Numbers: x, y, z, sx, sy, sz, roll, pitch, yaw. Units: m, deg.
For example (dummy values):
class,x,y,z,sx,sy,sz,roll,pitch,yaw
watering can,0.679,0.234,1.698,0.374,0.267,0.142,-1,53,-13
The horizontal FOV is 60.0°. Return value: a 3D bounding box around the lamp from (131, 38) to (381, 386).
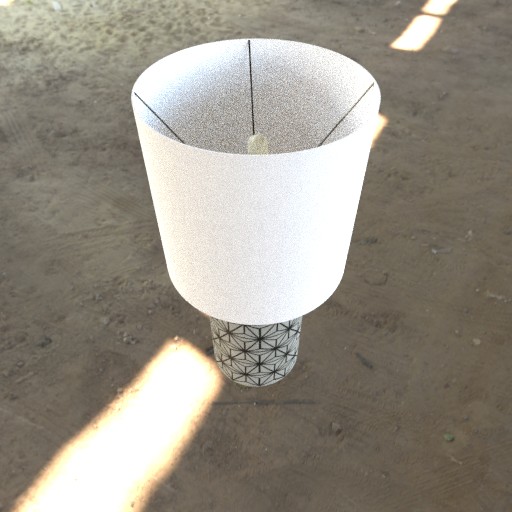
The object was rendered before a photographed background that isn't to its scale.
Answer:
class,x,y,z,sx,sy,sz,roll,pitch,yaw
lamp,0.000,0.000,0.524,0.206,0.416,0.206,-4,47,-3
